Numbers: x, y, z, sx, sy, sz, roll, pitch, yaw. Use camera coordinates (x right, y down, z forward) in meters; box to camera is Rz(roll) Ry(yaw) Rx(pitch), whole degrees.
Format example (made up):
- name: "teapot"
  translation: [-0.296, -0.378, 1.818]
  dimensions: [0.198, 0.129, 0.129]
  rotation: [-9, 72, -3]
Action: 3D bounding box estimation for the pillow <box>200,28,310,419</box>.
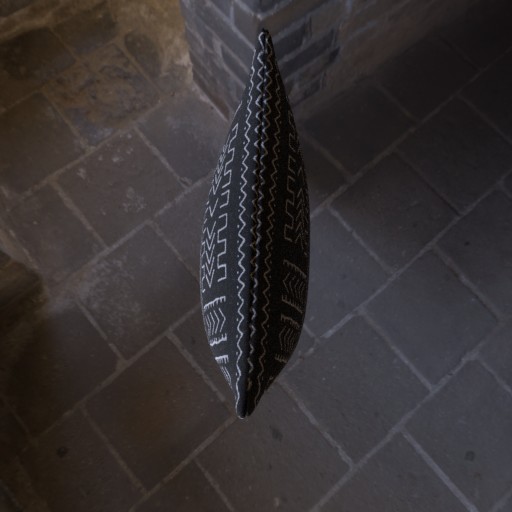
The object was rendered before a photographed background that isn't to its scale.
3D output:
- name: "pillow"
  translation: [0.000, 0.000, 0.661]
  dimensions: [0.164, 0.430, 0.438]
  rotation: [3, 74, 1]
